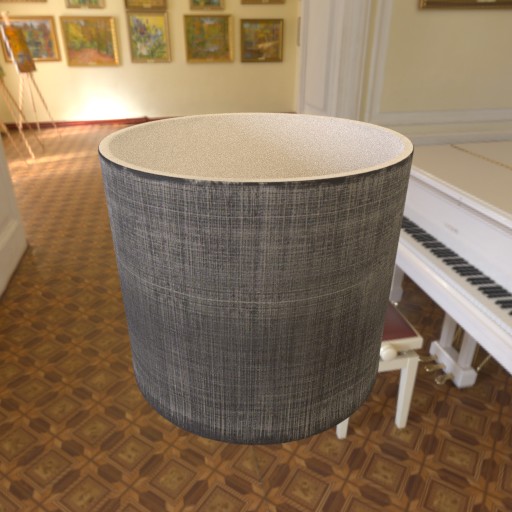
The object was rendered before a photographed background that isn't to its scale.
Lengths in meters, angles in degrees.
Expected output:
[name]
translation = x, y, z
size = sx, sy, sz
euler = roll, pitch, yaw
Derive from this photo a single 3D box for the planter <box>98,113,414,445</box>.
[planter]
translation = 0.000, 0.000, 0.297
size = 0.178, 0.157, 0.178
euler = 0, 27, 0
